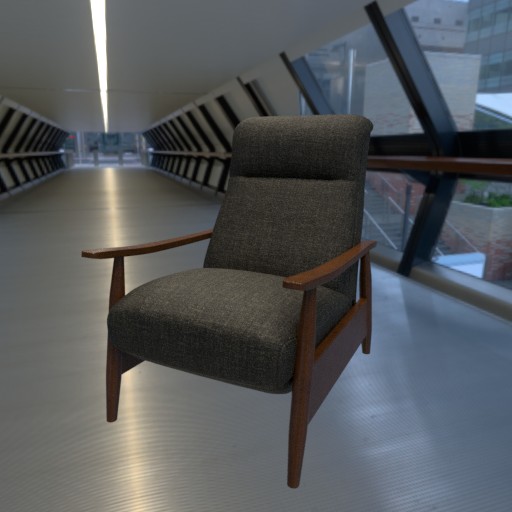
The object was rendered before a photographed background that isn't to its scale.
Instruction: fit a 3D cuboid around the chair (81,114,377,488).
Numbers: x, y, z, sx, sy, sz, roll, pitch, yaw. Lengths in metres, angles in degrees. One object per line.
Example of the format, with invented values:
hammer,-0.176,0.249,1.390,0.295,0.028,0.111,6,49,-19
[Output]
chair,0.000,0.000,1.712,0.762,1.082,1.014,7,16,25
